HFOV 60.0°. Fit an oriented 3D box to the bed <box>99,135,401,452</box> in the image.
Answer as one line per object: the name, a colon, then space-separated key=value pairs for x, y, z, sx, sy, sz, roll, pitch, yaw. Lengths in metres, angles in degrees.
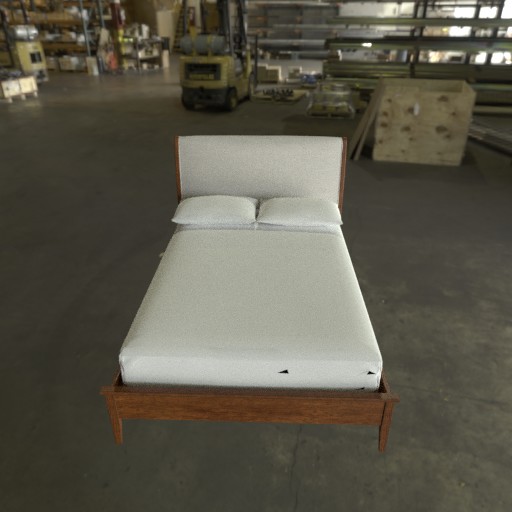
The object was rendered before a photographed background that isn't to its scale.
bed: x=0.000 y=0.000 z=3.314 sx=1.612 sy=1.250 sz=2.380 roll=1 pitch=28 yaw=2
